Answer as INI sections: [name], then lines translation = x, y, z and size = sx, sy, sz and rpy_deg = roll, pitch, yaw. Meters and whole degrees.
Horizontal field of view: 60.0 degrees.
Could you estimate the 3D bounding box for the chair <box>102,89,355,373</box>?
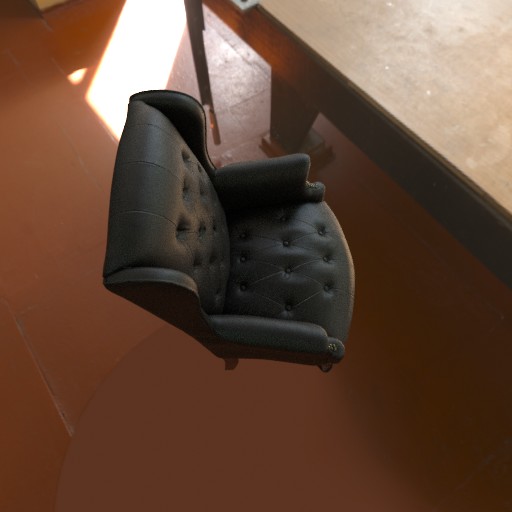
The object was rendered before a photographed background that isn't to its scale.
[chair]
translation = 0.000, 0.000, 1.718
size = 0.822, 1.133, 0.831
rpy_deg = -1, 63, -1
